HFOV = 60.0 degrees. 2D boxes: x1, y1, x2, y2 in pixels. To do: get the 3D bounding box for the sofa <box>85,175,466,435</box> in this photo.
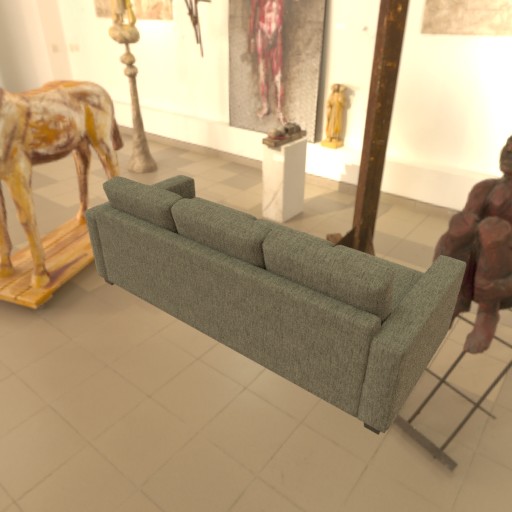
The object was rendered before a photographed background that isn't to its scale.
[{"bbox_3d":[0.000,0.000,2.682,2.160,0.800,0.900,22,37,32],"label":"sofa"}]
